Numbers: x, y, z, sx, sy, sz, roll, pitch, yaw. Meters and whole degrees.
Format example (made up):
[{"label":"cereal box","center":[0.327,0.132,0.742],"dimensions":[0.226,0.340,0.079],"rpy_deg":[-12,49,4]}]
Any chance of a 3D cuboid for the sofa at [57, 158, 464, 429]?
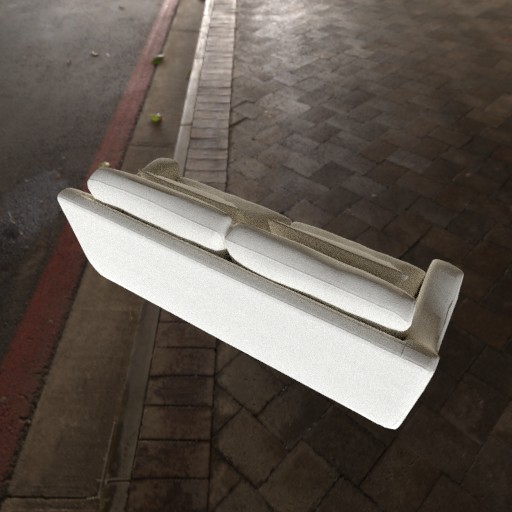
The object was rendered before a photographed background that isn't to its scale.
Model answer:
[{"label":"sofa","center":[0.000,0.000,2.960],"dimensions":[2.470,1.022,1.009],"rpy_deg":[24,50,22]}]
